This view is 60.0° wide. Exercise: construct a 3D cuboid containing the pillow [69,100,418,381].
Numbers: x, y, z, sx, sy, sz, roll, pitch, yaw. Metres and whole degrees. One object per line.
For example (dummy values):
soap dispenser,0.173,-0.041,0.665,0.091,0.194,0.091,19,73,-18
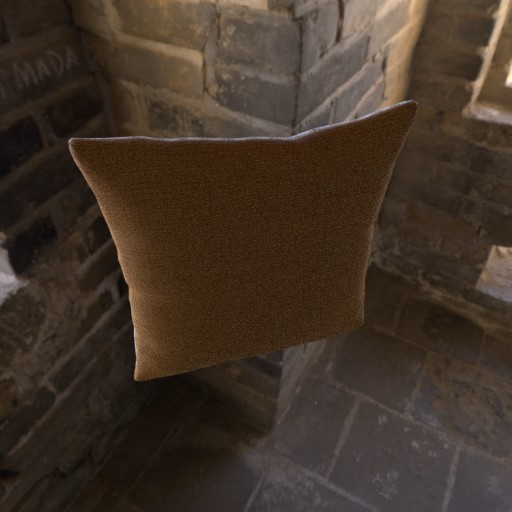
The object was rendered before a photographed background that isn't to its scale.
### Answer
pillow,0.000,0.000,0.664,0.432,0.437,0.147,-12,41,-14
